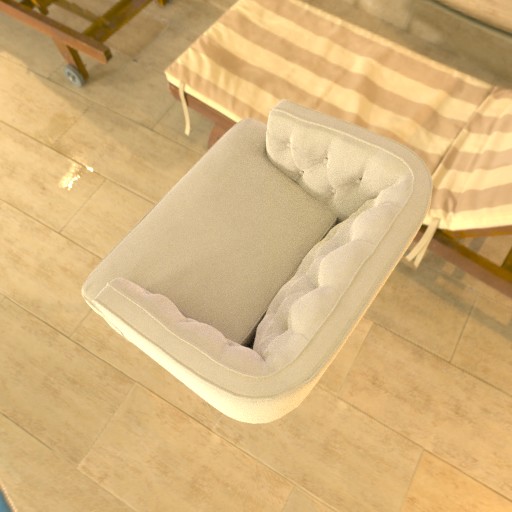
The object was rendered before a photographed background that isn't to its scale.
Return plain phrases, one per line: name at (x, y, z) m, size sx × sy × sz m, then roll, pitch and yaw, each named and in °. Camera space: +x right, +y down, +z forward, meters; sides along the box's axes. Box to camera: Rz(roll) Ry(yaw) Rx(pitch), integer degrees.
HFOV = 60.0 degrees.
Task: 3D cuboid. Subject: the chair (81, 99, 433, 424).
chair at (0.000, 0.000, 1.782) m, size 0.941 × 0.852 × 1.104 m, roll 34°, pitch 69°, yaw 15°
